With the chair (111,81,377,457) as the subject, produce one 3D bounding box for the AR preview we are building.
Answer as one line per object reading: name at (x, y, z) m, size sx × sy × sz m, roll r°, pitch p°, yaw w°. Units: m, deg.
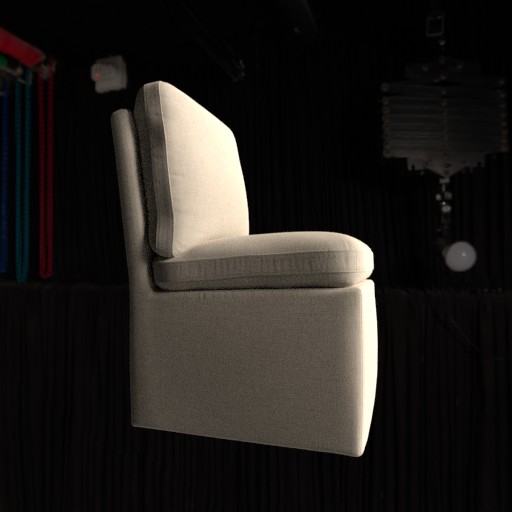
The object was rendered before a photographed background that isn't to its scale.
chair at (0.000, 0.000, 1.326) m, size 0.698 × 0.927 × 0.503 m, roll 0°, pitch -1°, yaw 18°
